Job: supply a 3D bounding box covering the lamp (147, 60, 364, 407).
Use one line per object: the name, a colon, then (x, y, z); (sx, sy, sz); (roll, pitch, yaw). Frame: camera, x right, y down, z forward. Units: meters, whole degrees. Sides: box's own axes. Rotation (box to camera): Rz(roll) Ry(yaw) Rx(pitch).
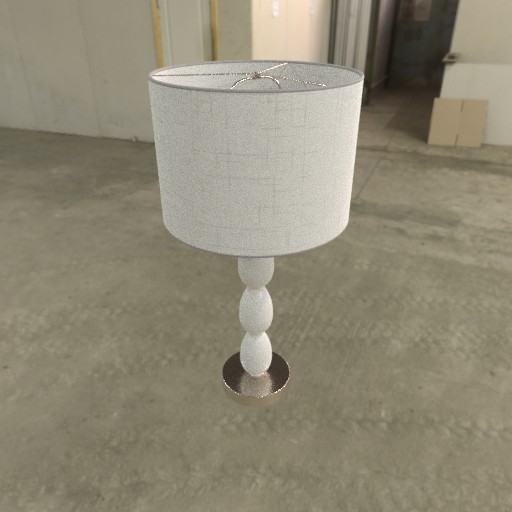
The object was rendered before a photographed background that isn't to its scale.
lamp: (0.000, 0.000, 0.723); (0.282, 0.559, 0.280); (-22, 36, -33)
